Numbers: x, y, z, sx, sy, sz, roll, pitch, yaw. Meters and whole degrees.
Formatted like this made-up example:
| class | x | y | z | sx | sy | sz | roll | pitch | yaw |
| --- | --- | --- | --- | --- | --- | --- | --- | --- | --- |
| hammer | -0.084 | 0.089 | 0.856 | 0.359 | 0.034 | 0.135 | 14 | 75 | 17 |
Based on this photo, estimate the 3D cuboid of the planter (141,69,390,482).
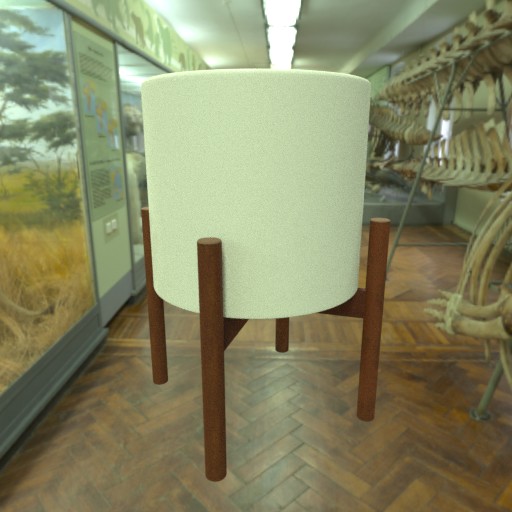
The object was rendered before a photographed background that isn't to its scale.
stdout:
| class | x | y | z | sx | sy | sz | roll | pitch | yaw |
| --- | --- | --- | --- | --- | --- | --- | --- | --- | --- |
| planter | 0.000 | 0.000 | 0.491 | 0.224 | 0.358 | 0.224 | -8 | 17 | -27 |
